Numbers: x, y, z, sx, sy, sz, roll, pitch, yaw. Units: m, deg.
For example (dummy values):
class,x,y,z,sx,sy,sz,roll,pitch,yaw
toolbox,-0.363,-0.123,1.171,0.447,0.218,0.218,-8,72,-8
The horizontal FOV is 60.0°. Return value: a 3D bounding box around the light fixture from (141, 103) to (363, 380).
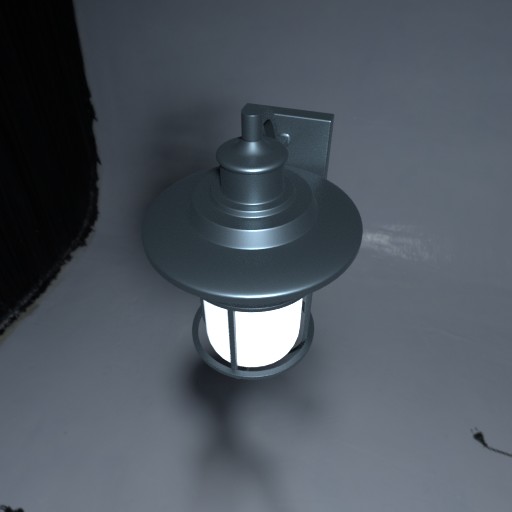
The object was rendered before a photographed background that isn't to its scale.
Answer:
class,x,y,z,sx,sy,sz,roll,pitch,yaw
light fixture,0.000,0.000,0.501,0.222,0.345,0.252,12,42,14
